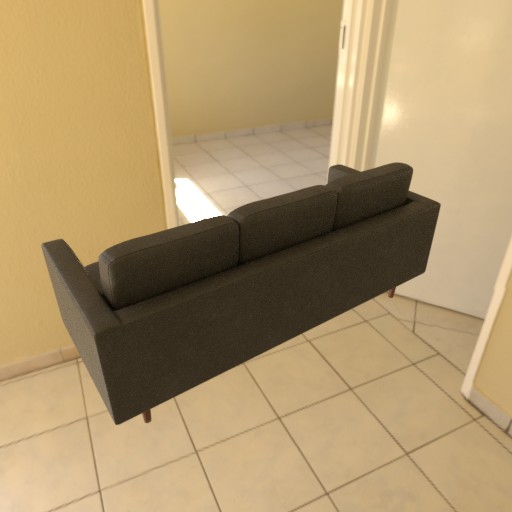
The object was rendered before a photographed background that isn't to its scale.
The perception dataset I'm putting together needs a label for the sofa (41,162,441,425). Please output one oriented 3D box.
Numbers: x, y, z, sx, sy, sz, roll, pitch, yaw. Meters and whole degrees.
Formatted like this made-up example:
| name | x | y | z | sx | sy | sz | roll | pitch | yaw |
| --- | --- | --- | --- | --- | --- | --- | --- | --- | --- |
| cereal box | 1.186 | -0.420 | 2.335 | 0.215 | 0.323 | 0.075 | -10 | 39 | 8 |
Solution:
| name | x | y | z | sx | sy | sz | roll | pitch | yaw |
| --- | --- | --- | --- | --- | --- | --- | --- | --- | --- |
| sofa | 0.000 | 0.000 | 2.506 | 2.029 | 0.899 | 0.879 | -20 | 36 | -29 |
